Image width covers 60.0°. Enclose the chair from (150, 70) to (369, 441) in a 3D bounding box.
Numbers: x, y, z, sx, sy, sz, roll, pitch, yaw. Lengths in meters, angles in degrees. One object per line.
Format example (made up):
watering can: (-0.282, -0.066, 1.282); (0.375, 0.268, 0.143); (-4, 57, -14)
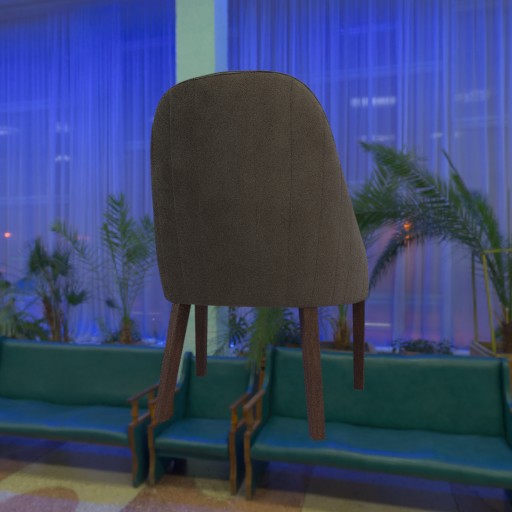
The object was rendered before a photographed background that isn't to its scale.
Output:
chair: (0.000, 0.000, 1.325); (0.643, 0.889, 0.575); (0, 0, 16)
